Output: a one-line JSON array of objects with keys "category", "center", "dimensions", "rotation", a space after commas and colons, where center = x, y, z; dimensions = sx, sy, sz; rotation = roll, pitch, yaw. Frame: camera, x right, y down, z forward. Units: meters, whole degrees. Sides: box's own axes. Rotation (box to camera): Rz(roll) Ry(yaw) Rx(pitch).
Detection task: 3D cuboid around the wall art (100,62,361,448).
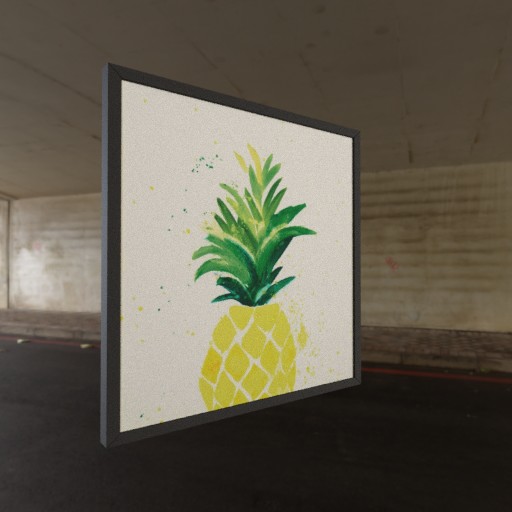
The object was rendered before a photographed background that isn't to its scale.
[{"category": "wall art", "center": [0.000, 0.000, 1.117], "dimensions": [0.762, 0.760, 0.037], "rotation": [1, -1, -37]}]
